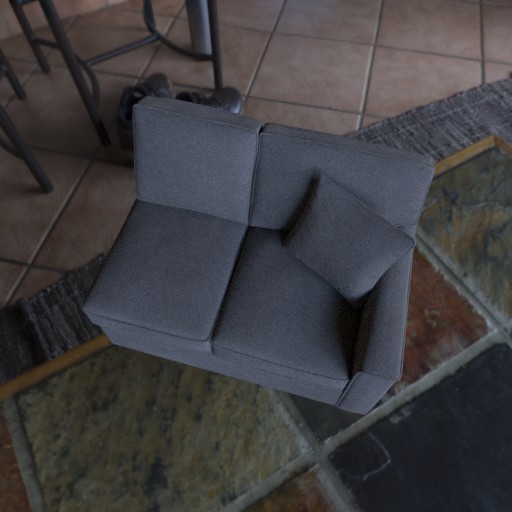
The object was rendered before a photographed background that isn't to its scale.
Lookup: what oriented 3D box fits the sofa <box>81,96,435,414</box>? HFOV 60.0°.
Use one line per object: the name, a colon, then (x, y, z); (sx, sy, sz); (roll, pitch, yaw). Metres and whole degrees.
sofa: (0.000, 0.000, 2.115); (1.388, 0.989, 0.991); (13, 59, 8)
